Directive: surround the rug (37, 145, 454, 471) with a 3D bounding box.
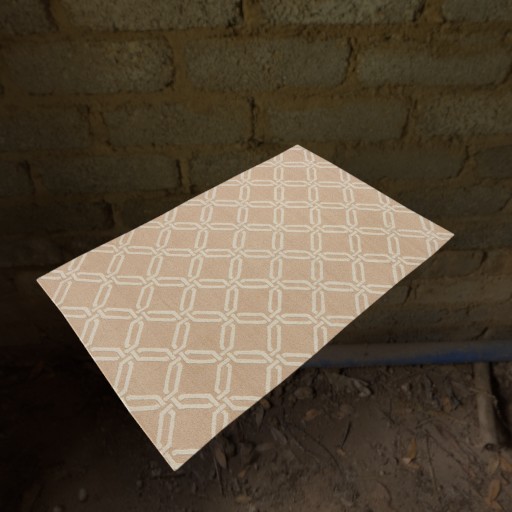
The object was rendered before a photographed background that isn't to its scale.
[{"bbox_3d":[0.000,0.000,2.173,1.745,0.010,1.146,-33,54,-27],"label":"rug"}]
